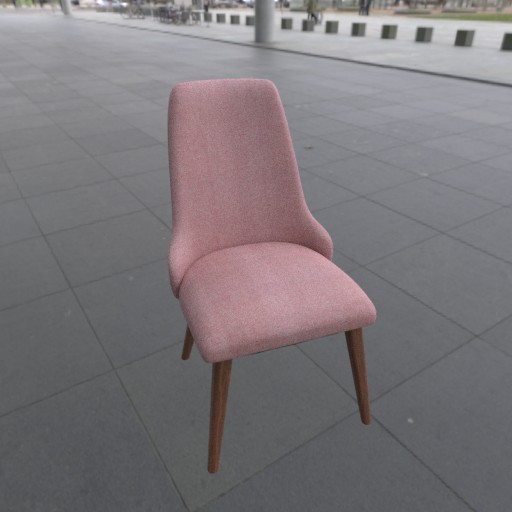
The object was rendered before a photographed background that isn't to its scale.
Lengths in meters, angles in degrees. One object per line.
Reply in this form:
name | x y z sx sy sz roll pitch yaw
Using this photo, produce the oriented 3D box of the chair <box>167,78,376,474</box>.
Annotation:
chair | 0.000 0.000 1.354 0.535 0.918 0.707 -10 32 -16
